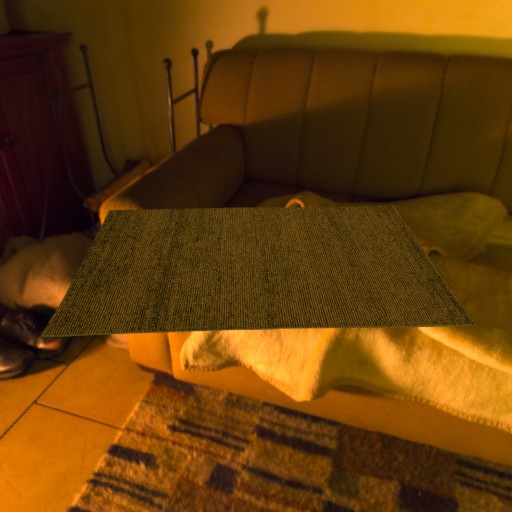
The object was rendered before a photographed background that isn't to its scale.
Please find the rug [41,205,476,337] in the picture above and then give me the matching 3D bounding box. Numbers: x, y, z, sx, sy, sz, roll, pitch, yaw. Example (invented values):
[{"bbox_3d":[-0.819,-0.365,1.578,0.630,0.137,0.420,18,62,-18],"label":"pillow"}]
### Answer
[{"bbox_3d":[0.000,0.000,2.277,1.777,0.021,1.145,-1,32,-2],"label":"rug"}]
